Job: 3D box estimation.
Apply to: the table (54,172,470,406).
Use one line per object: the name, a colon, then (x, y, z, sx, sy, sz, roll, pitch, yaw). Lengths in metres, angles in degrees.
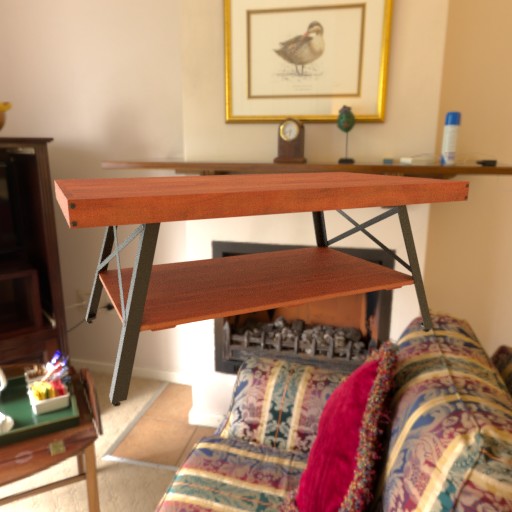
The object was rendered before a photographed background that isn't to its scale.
table: (0.000, 0.000, 1.361, 1.067, 0.457, 0.610, -7, 15, -25)
